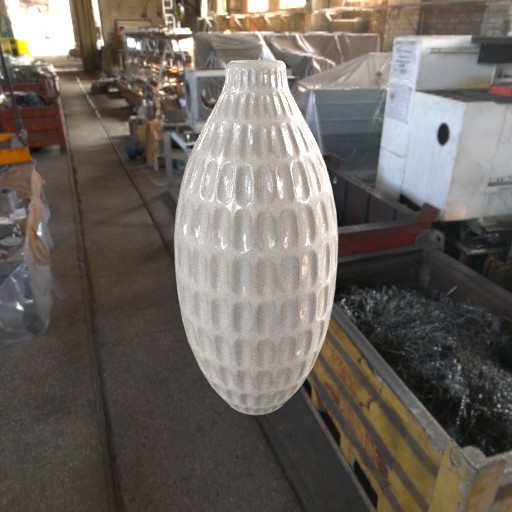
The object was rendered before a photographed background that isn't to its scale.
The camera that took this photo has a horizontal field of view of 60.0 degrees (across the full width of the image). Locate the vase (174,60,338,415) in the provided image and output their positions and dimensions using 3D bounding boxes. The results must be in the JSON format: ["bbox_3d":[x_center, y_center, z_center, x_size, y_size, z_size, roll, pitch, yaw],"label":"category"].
[{"bbox_3d":[0.000,0.000,0.350,0.127,0.282,0.127,0,27,0],"label":"vase"}]
